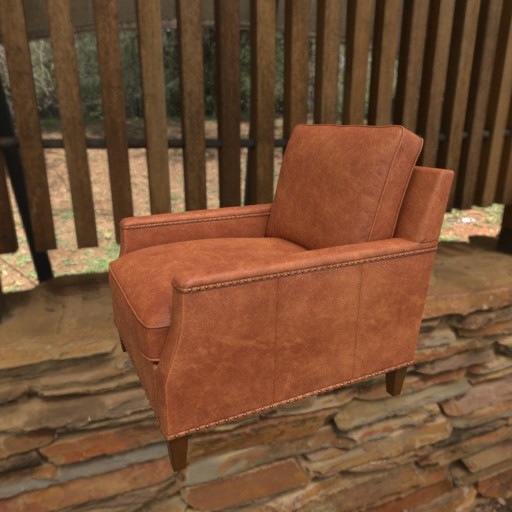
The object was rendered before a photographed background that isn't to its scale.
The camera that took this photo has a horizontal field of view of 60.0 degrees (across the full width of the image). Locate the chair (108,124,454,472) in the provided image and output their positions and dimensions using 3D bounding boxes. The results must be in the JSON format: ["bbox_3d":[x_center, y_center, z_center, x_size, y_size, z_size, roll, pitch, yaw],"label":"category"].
[{"bbox_3d":[0.000,0.000,1.656,1.014,0.943,0.853,-8,19,-25],"label":"chair"}]
